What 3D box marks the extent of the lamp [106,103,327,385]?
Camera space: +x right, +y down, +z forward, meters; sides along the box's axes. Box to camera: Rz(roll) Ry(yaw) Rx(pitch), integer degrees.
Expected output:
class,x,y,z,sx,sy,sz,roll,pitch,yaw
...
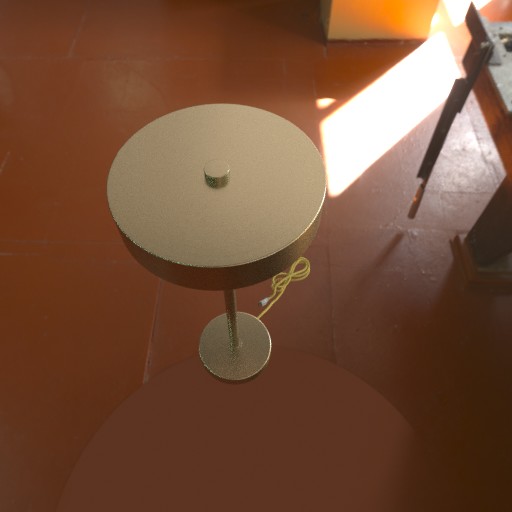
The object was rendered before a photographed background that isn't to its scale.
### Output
class,x,y,z,sx,sy,sz,roll,pitch,yaw
lamp,0.000,0.000,0.700,0.229,0.508,0.369,31,62,18
